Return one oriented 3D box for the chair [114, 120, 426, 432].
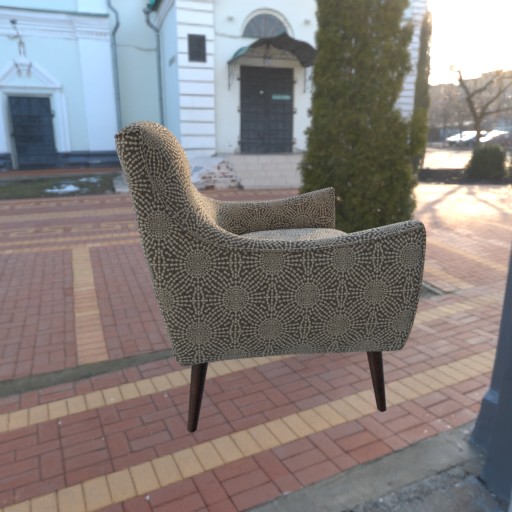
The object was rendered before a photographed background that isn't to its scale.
[{"bbox_3d":[0.000,0.000,1.454,0.787,0.838,0.762,-3,15,-9],"label":"chair"}]
